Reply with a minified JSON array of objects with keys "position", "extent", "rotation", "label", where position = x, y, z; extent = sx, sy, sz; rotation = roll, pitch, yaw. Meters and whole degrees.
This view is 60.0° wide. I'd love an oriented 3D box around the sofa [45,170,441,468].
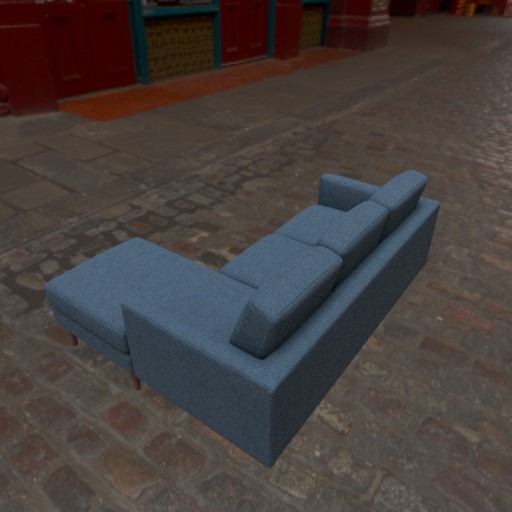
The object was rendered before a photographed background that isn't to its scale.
[{"position":[0.000,0.000,2.900],"extent":[1.667,0.957,2.055],"rotation":[22,38,30],"label":"sofa"}]
